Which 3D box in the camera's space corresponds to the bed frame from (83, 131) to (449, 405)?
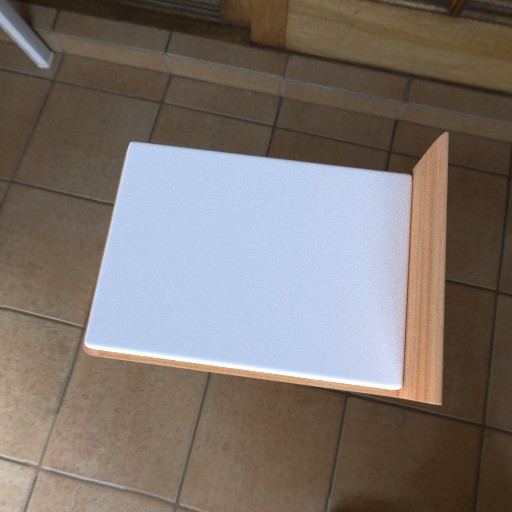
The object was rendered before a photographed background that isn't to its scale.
[{"bbox_3d":[0.000,0.000,2.791,1.992,0.940,1.472,7,75,2],"label":"bed frame"}]
